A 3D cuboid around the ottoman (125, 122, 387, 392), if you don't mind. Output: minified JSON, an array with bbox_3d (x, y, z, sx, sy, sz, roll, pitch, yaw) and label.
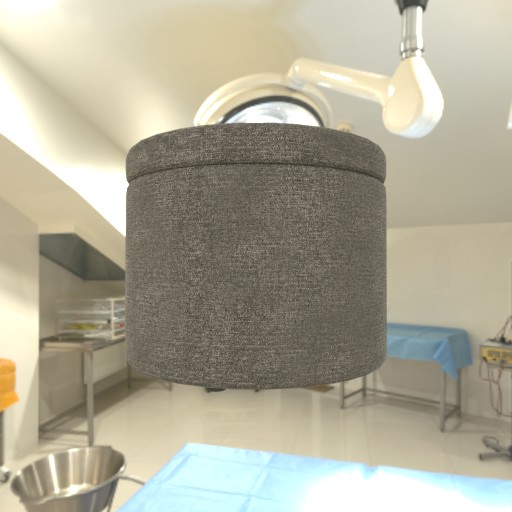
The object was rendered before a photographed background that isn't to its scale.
[{"bbox_3d":[0.000,0.000,0.885,0.500,0.419,0.500,0,-1,0],"label":"ottoman"}]
